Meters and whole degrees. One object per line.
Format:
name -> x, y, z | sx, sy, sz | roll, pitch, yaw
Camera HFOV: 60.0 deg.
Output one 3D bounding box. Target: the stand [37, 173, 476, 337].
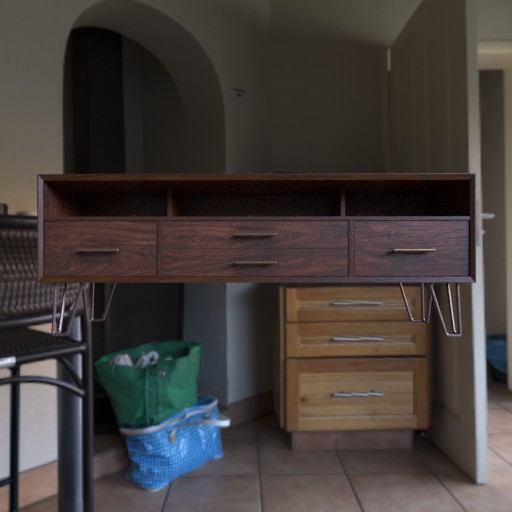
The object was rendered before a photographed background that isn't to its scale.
stand -> 0.000, 0.000, 1.861 | 1.626, 0.610, 0.481 | 0, 0, 1
